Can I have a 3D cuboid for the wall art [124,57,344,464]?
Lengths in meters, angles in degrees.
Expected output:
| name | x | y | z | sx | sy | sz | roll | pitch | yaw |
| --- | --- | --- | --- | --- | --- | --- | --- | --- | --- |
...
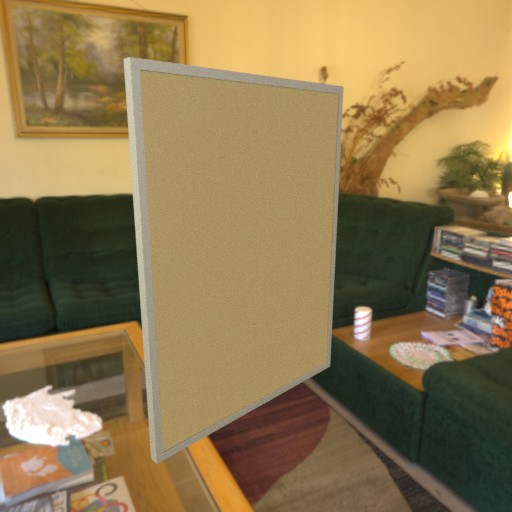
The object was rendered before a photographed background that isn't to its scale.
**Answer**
| name | x | y | z | sx | sy | sz | roll | pitch | yaw |
| --- | --- | --- | --- | --- | --- | --- | --- | --- | --- |
| wall art | 0.000 | 0.000 | 1.370 | 0.789 | 1.042 | 0.034 | -14 | 20 | -42 |
